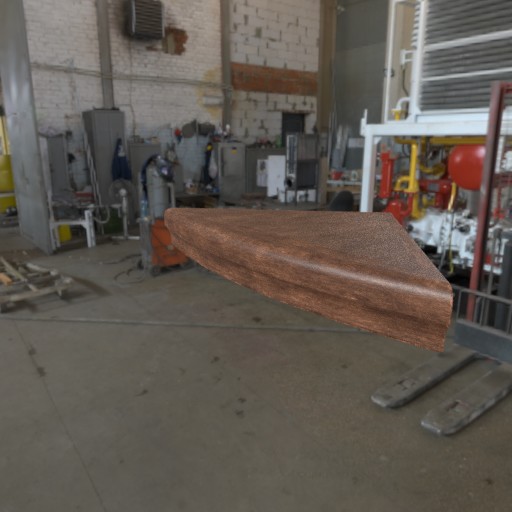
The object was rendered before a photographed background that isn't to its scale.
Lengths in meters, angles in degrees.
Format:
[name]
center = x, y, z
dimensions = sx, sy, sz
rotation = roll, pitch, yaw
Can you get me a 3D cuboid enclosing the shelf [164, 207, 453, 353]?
[shelf]
center = 0.000, 0.000, 0.462
dimensions = 0.310, 0.050, 0.310
rotation = 2, 15, 9
